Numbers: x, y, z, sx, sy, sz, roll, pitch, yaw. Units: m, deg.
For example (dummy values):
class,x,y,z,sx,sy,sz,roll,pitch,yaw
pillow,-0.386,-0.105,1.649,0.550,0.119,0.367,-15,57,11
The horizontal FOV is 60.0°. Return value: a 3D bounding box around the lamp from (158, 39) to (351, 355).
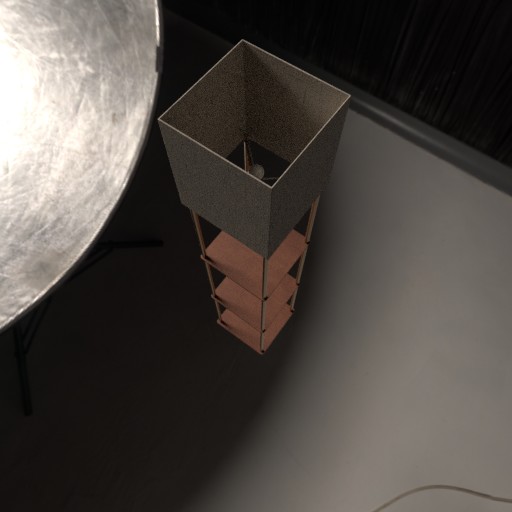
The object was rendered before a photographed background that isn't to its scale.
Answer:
class,x,y,z,sx,sy,sz,roll,pitch,yaw
lamp,0.000,0.000,1.696,0.308,1.569,0.310,34,69,14
